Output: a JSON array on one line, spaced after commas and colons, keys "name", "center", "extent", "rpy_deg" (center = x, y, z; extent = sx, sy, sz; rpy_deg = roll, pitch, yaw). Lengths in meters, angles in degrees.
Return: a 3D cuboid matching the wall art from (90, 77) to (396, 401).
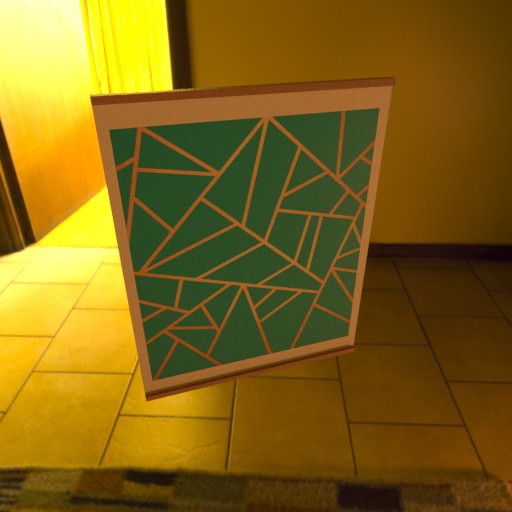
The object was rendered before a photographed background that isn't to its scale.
[{"name": "wall art", "center": [0.000, 0.000, 0.698], "extent": [0.405, 0.508, 0.012], "rpy_deg": [-9, 32, -15]}]
